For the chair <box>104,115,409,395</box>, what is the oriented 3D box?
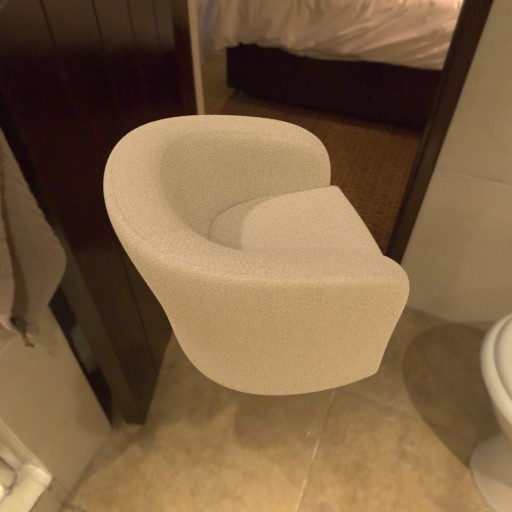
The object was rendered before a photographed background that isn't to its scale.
[{"bbox_3d":[0.000,0.000,1.472,0.815,0.771,0.791,-10,47,-10],"label":"chair"}]
